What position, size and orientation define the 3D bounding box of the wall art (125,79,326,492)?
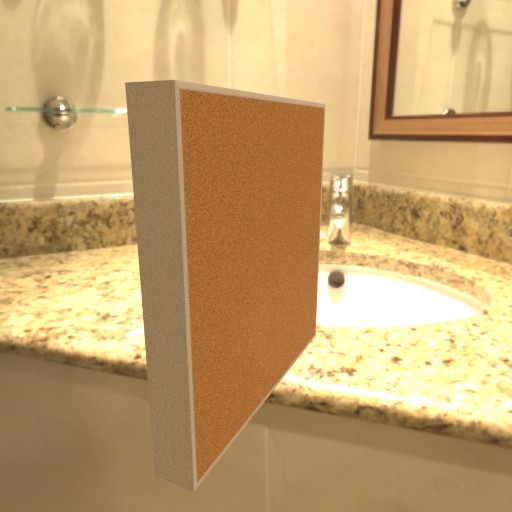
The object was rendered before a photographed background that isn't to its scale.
[{"bbox_3d":[0.000,0.000,0.448,0.038,0.304,0.305,8,18,25],"label":"wall art"}]
